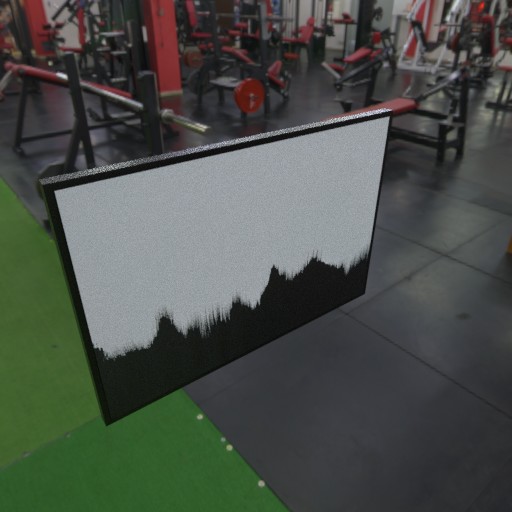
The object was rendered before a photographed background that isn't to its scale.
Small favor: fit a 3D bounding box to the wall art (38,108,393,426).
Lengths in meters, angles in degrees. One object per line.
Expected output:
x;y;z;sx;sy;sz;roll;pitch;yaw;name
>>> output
0.000;0.000;0.828;0.659;0.446;0.022;-21;37;-31;wall art
